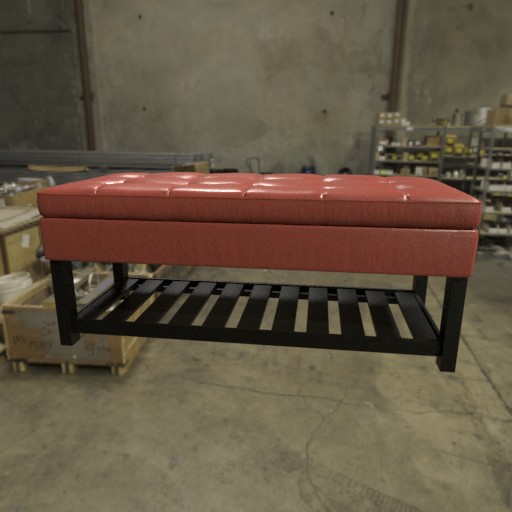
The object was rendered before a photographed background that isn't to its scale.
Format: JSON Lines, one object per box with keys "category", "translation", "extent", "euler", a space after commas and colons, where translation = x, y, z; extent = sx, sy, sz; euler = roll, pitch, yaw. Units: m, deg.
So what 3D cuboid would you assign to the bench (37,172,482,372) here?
{"category": "bench", "translation": [0.000, 0.000, 1.326], "extent": [1.105, 0.460, 0.432], "euler": [2, 16, 8]}
